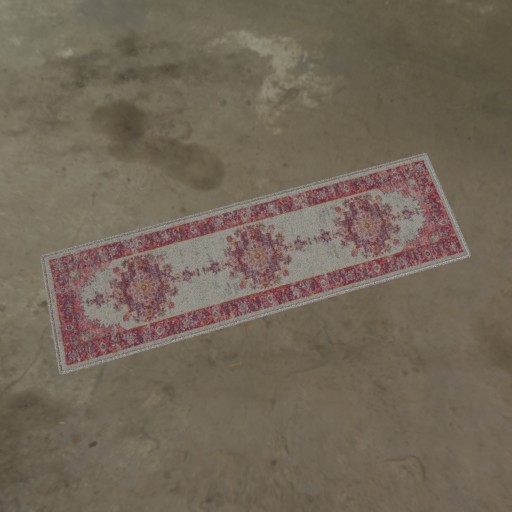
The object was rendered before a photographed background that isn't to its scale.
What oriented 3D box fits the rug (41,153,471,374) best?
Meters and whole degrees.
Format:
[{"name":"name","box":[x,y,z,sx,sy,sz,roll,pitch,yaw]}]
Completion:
[{"name":"rug","box":[0.000,0.000,2.452,2.294,0.011,0.666,-15,75,-4]}]
